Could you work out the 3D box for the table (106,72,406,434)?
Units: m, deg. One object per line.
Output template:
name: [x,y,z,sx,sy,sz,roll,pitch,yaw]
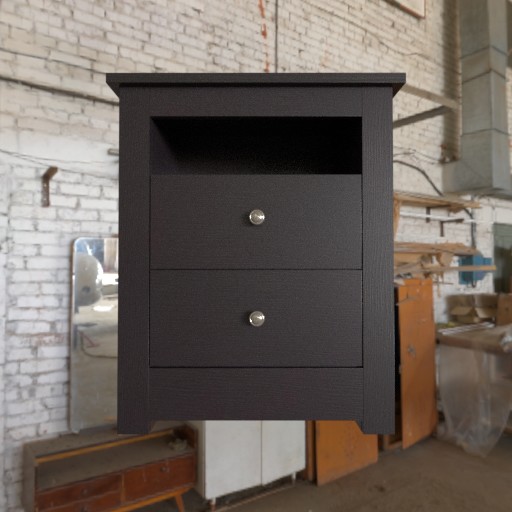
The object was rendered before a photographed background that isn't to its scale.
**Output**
table: [0.000,0.000,1.061,0.589,0.711,0.408,0,-1,0]
